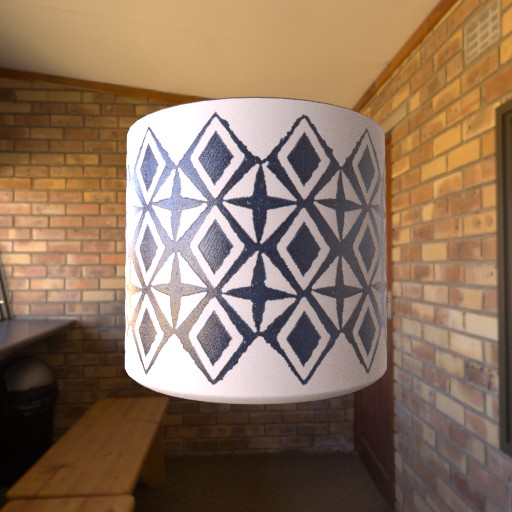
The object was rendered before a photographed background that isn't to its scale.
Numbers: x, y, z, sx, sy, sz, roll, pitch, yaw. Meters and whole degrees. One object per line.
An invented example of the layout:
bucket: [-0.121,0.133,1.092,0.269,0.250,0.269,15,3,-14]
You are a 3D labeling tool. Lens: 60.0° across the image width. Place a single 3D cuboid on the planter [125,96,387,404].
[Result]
planter: [0.000,0.000,0.322,0.182,0.165,0.182,0,-2,0]
